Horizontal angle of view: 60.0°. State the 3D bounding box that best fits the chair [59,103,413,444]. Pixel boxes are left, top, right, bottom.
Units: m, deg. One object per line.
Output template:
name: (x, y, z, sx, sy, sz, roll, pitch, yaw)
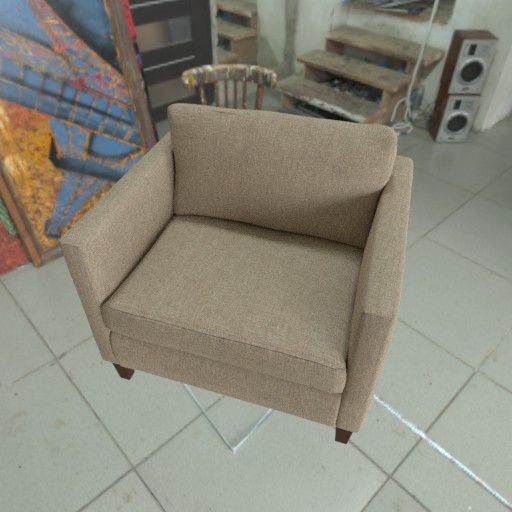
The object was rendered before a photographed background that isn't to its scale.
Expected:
chair: (0.000, 0.000, 1.820, 1.107, 0.987, 0.959, 12, 43, 13)
